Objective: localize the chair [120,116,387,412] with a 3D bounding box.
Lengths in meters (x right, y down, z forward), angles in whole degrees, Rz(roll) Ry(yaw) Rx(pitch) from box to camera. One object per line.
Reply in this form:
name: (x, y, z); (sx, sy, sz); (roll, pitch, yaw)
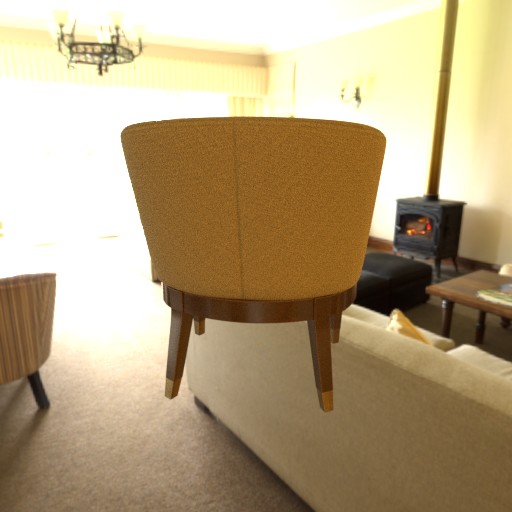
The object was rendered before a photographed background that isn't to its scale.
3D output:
chair: (0.000, 0.000, 1.315); (0.700, 0.760, 0.660); (2, 15, 8)
